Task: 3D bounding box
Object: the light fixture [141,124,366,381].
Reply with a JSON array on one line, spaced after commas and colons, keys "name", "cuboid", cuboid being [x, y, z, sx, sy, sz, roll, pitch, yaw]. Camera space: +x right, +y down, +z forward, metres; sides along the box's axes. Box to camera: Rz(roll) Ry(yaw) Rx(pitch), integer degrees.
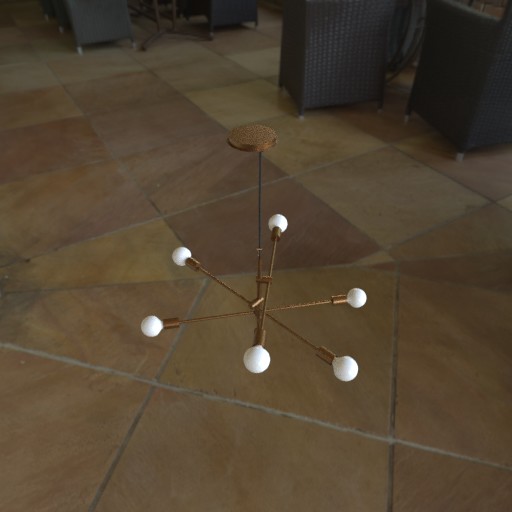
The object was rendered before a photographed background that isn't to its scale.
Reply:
[{"name": "light fixture", "cuboid": [0.000, 0.000, 1.276, 0.682, 0.744, 0.637, 12, 41, 14]}]
